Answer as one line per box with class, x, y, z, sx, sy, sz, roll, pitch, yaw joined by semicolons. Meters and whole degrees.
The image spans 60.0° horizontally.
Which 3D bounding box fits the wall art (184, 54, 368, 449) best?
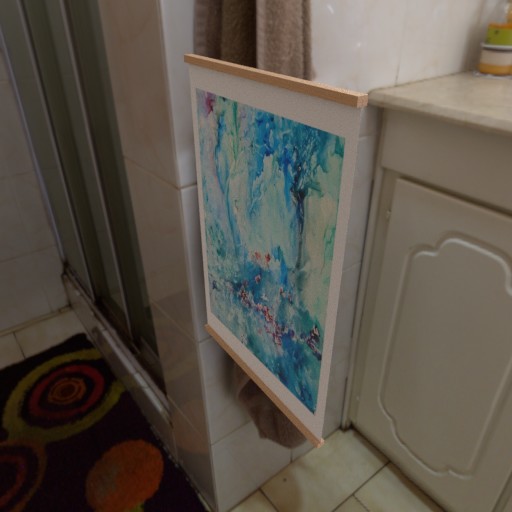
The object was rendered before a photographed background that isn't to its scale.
wall art;0.000;0.000;0.652;0.013;0.510;0.335;-21;37;-30
